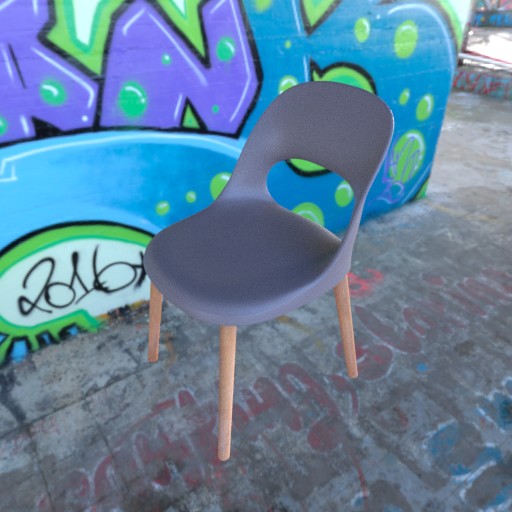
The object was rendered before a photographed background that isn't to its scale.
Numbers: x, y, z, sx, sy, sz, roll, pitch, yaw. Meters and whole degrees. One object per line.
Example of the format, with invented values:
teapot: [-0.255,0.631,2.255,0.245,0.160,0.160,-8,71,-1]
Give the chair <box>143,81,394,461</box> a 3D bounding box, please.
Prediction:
chair: [0.000,0.000,1.166,0.556,0.795,0.470,-22,38,-30]
